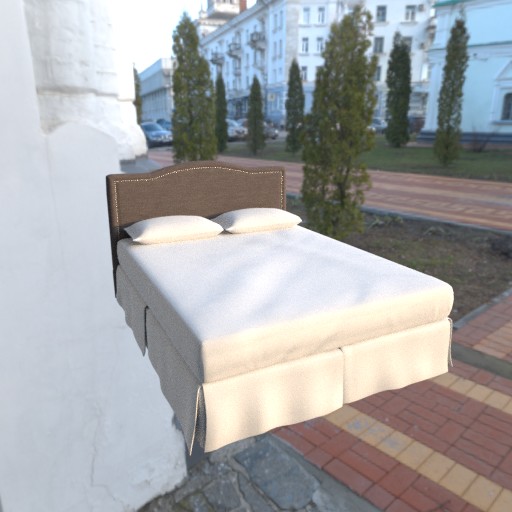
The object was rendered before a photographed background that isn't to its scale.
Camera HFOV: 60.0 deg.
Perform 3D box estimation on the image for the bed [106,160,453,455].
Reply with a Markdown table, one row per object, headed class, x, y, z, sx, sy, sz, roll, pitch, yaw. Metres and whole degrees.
| class | x | y | z | sx | sy | sz | roll | pitch | yaw |
| --- | --- | --- | --- | --- | --- | --- | --- | --- | --- |
| bed | 0.000 | 0.000 | 3.919 | 2.161 | 1.457 | 2.689 | -8 | 19 | -25 |
